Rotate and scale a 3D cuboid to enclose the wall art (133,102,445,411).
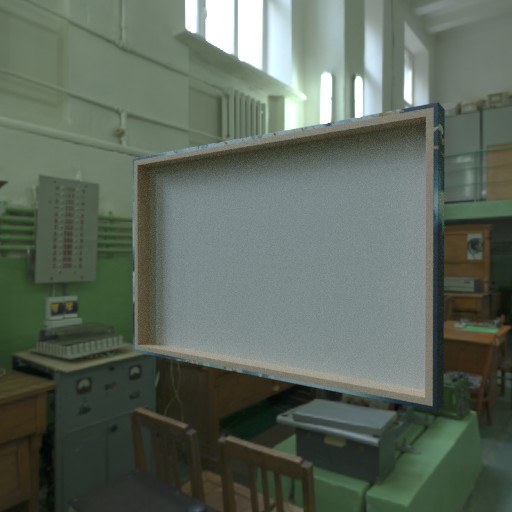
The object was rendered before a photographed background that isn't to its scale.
[{"bbox_3d":[0.000,0.000,0.770,0.607,0.405,0.036,0,1,35],"label":"wall art"}]
